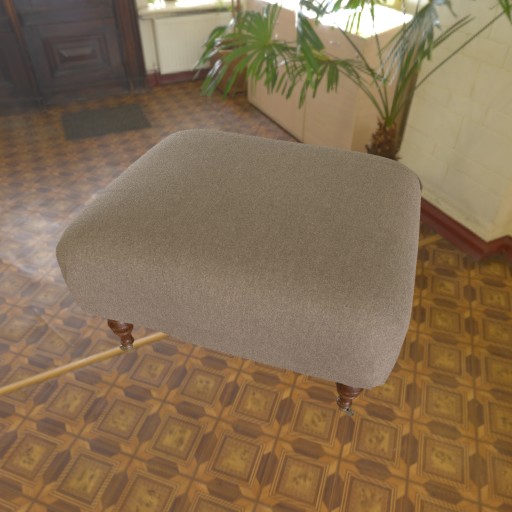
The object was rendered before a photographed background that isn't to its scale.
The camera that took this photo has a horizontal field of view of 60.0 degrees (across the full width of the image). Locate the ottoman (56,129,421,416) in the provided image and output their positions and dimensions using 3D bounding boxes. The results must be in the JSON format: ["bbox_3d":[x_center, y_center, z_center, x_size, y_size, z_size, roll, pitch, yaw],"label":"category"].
[{"bbox_3d":[0.000,0.000,1.134,0.747,0.450,0.622,12,41,14],"label":"ottoman"}]
